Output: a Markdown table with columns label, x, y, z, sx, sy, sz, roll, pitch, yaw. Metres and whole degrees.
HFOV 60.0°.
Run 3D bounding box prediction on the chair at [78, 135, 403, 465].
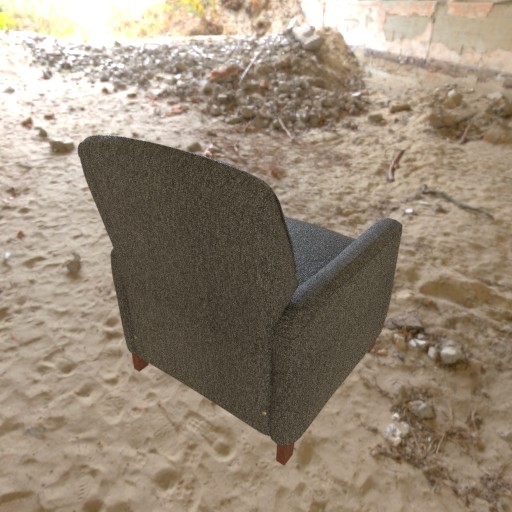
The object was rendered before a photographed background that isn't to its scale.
| label | x | y | z | sx | sy | sz | roll | pitch | yaw |
| --- | --- | --- | --- | --- | --- | --- | --- | --- | --- |
| chair | 0.000 | 0.000 | 1.630 | 0.848 | 1.014 | 0.864 | 20 | 36 | 31 |
